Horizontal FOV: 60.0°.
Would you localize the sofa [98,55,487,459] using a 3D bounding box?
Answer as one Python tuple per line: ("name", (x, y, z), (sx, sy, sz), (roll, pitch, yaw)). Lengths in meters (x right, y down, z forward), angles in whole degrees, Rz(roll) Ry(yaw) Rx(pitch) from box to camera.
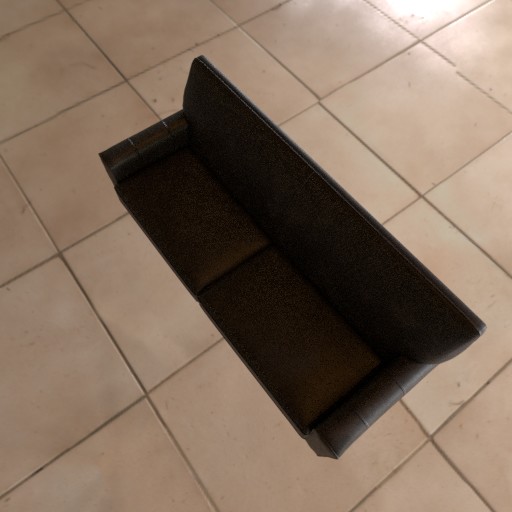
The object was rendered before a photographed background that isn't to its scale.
("sofa", (0.000, 0.000, 2.448), (0.805, 0.947, 2.053), (-35, 68, -16))
